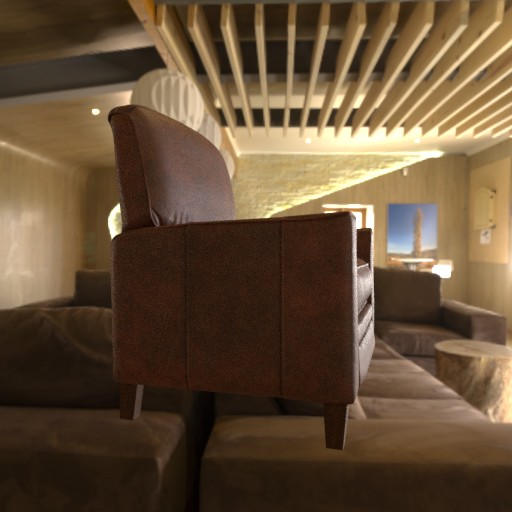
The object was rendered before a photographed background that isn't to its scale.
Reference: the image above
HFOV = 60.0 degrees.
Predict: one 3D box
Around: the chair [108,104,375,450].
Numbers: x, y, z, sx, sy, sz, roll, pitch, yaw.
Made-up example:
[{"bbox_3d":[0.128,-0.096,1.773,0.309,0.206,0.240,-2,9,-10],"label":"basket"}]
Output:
[{"bbox_3d":[0.000,0.000,1.651,0.836,1.043,0.843,0,0,18],"label":"chair"}]
